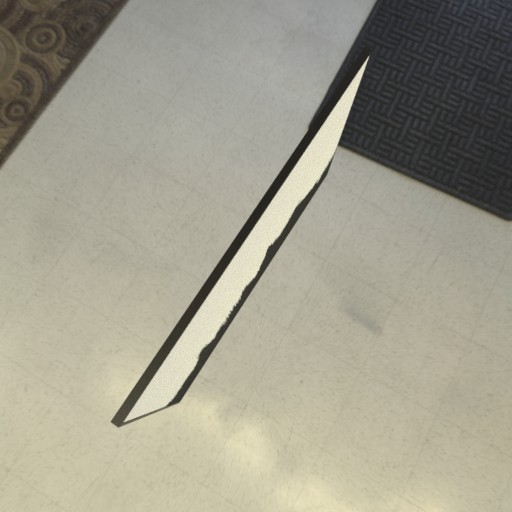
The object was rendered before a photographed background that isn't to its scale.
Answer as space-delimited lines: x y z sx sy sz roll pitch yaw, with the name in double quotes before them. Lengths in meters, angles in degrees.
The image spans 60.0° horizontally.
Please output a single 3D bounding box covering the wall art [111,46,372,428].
"wall art" 0.000 0.000 1.227 0.019 0.660 0.957 32 78 8
